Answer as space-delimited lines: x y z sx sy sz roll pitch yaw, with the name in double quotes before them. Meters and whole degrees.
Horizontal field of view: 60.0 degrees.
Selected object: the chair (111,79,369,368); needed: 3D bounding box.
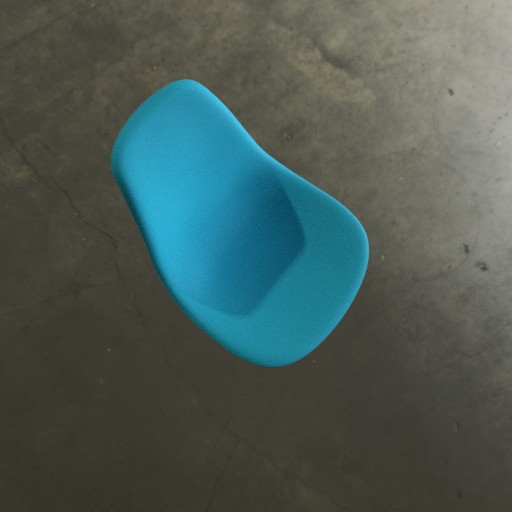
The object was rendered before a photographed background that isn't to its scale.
"chair" 0.000 0.000 1.150 0.533 0.826 0.470 36 77 9
